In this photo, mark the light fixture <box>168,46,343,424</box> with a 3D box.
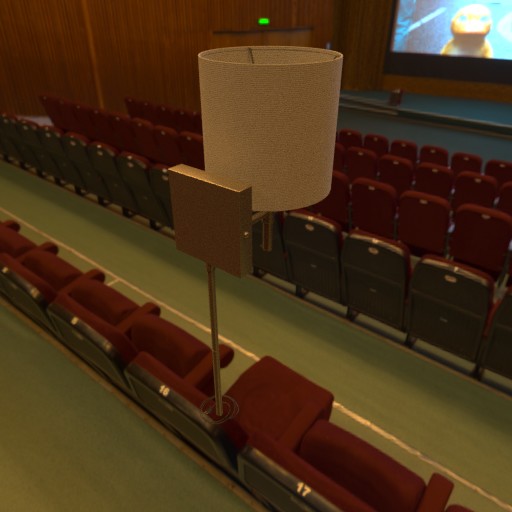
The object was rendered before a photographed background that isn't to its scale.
[{"bbox_3d":[0.000,0.000,0.713,0.188,0.589,0.248,22,38,32],"label":"light fixture"}]
